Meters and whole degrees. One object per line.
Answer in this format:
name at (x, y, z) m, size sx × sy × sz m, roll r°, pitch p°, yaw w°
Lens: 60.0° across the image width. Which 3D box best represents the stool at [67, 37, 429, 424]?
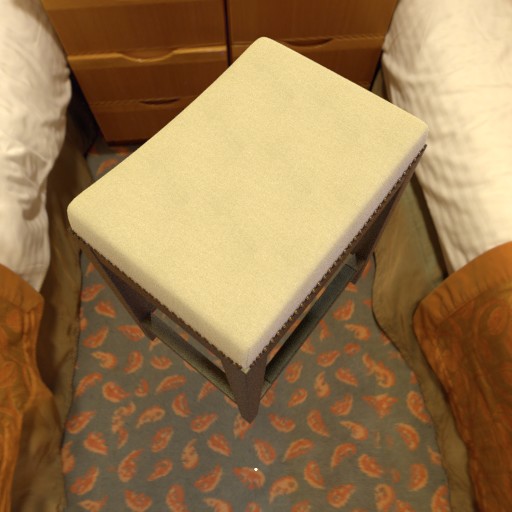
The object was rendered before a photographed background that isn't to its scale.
stool at (0.000, 0.000, 0.938) m, size 0.361 × 0.642 × 0.500 m, roll 36°, pitch 69°, yaw 16°
